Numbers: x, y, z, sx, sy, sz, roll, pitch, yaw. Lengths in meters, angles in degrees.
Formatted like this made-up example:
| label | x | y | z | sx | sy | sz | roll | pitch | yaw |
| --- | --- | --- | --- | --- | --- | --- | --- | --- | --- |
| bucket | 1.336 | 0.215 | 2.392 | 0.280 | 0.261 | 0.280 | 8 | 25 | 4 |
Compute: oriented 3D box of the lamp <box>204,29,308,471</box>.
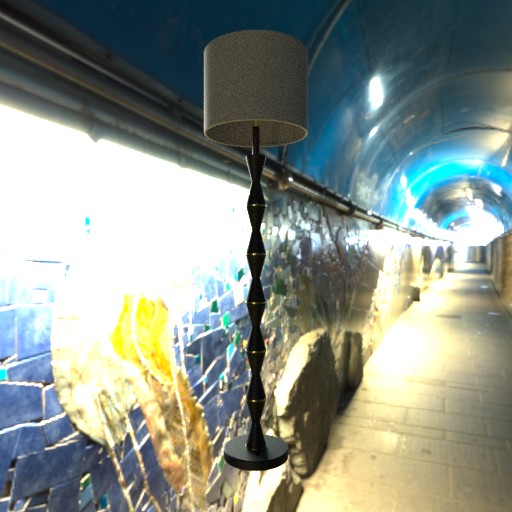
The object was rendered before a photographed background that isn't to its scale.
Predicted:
| label | x | y | z | sx | sy | sz | roll | pitch | yaw |
| --- | --- | --- | --- | --- | --- | --- | --- | --- | --- |
| lamp | 0.000 | 0.000 | 1.639 | 0.381 | 1.480 | 0.381 | 0 | 1 | 36 |
